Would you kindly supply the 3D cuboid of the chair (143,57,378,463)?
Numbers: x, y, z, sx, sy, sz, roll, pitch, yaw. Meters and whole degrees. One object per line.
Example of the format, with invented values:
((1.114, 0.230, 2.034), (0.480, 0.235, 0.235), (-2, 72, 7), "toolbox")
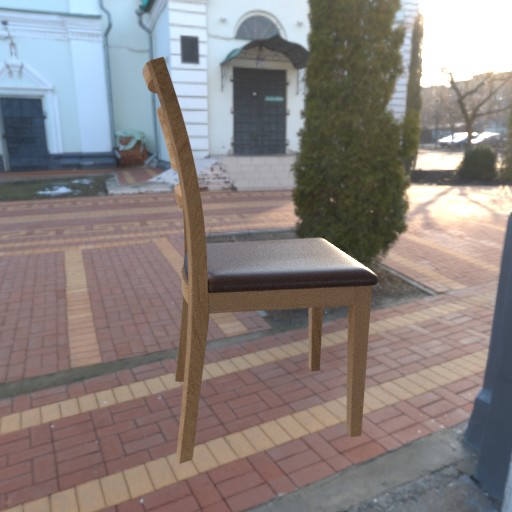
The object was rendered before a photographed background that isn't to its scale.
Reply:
((0.000, 0.000, 1.221), (0.545, 0.940, 0.420), (-3, 15, -10), "chair")
